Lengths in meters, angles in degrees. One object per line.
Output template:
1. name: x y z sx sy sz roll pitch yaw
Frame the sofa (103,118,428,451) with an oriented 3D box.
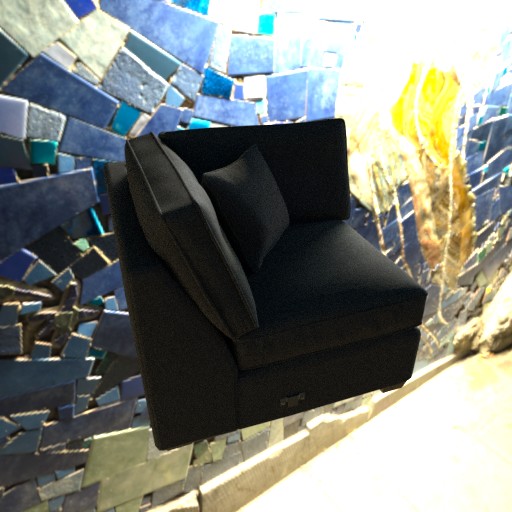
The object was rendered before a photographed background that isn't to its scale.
1. sofa: 0.000 0.000 1.962 1.146 1.002 1.084 -10 31 -17
